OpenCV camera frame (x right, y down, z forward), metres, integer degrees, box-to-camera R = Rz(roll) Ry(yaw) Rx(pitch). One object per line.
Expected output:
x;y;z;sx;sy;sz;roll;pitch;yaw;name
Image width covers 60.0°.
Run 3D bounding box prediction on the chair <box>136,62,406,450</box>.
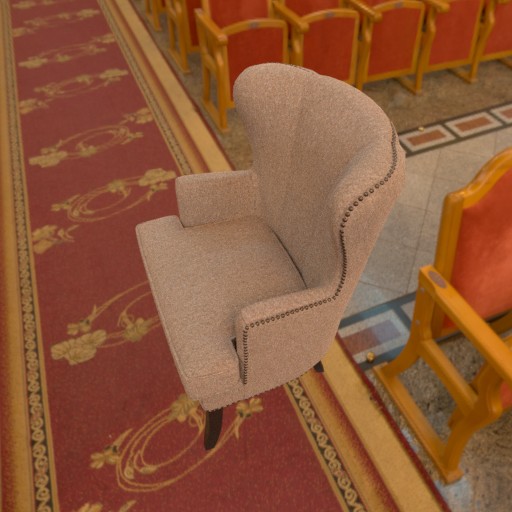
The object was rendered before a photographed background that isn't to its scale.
0.000;0.000;1.577;0.758;1.060;0.759;-16;48;-15;chair
